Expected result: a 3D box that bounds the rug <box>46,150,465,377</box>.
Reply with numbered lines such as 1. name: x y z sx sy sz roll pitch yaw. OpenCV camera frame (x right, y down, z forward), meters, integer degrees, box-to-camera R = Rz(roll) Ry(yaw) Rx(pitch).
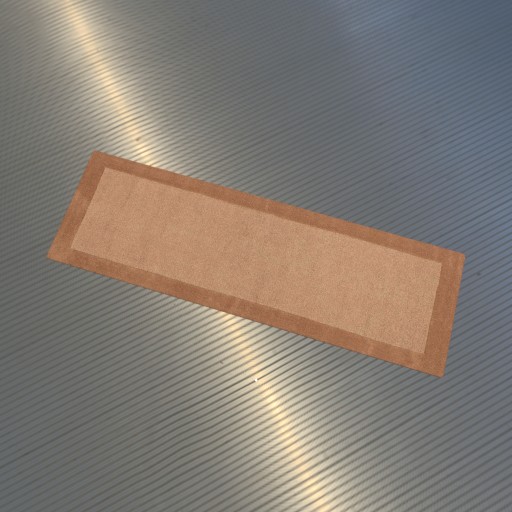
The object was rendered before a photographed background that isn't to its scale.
1. rug: 0.000 0.000 2.699 2.439 0.017 0.764 16 75 4
